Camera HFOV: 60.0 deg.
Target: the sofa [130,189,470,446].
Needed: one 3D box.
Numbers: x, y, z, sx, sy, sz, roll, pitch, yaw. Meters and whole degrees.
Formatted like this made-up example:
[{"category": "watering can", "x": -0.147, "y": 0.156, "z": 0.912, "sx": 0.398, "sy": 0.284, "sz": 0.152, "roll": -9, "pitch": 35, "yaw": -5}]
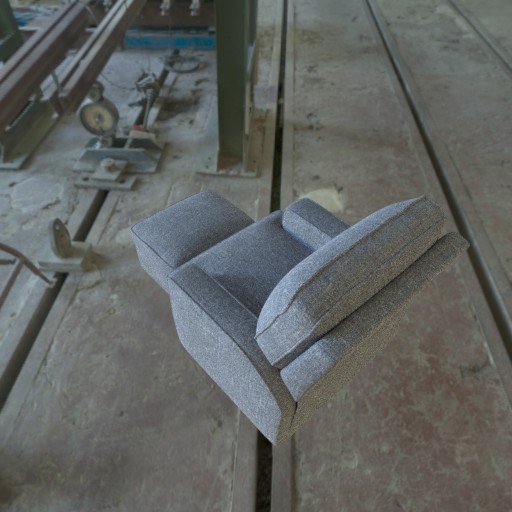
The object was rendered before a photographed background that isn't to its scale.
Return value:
[{"category": "sofa", "x": 0.000, "y": 0.000, "z": 2.044, "sx": 0.861, "sy": 0.959, "sz": 1.472, "roll": -32, "pitch": 53, "yaw": -29}]
